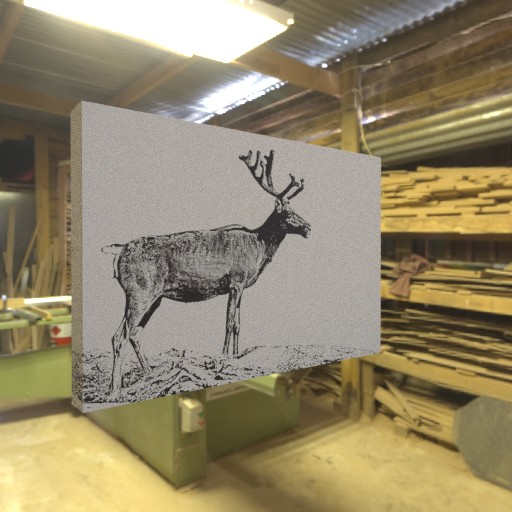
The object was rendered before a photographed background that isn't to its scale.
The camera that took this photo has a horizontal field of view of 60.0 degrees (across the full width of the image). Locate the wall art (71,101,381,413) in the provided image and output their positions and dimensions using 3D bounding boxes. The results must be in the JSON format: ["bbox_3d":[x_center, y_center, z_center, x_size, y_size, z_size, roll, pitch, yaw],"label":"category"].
[{"bbox_3d":[0.000,0.000,0.493,0.381,0.259,0.038,0,1,-35],"label":"wall art"}]
